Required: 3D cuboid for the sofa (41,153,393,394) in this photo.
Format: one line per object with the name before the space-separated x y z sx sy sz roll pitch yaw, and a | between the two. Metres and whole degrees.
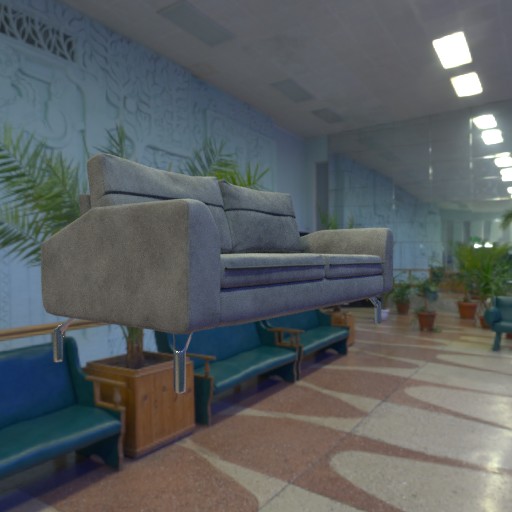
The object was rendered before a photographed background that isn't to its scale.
sofa | 0.000 0.000 2.294 0.849 0.859 1.837 0 0 36
